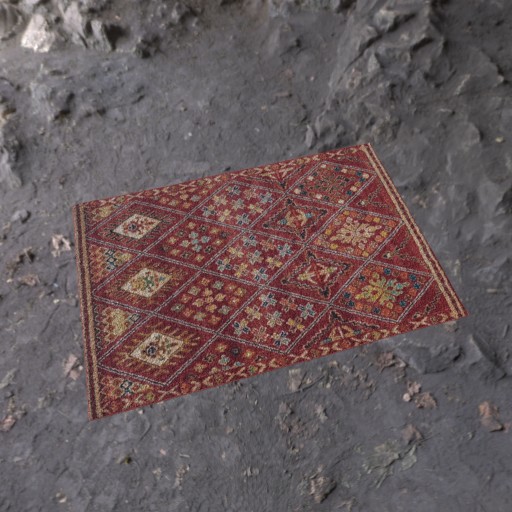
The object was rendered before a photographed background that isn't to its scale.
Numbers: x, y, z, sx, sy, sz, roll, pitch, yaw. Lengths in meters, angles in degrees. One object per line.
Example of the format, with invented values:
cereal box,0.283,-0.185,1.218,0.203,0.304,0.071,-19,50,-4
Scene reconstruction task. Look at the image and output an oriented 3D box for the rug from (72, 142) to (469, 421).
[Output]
rug,0.000,0.000,2.920,2.286,0.026,1.521,-14,60,-8
